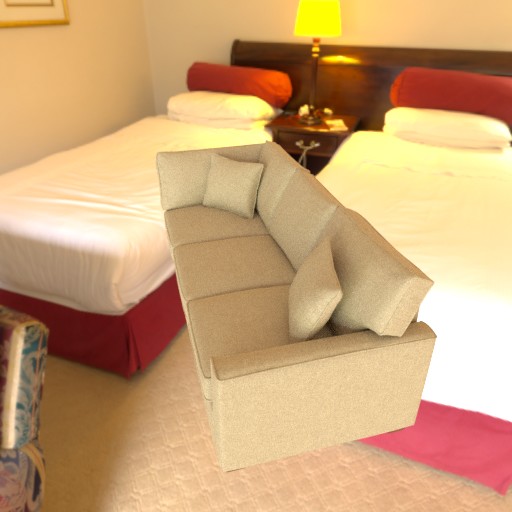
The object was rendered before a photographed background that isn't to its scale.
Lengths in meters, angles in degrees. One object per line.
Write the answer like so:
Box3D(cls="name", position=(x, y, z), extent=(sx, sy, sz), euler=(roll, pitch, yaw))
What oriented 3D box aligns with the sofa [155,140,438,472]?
Box3D(cls="sofa", position=(0.000, 0.000, 2.868), extent=(1.061, 0.962, 2.317), euler=(-8, 31, -13))
